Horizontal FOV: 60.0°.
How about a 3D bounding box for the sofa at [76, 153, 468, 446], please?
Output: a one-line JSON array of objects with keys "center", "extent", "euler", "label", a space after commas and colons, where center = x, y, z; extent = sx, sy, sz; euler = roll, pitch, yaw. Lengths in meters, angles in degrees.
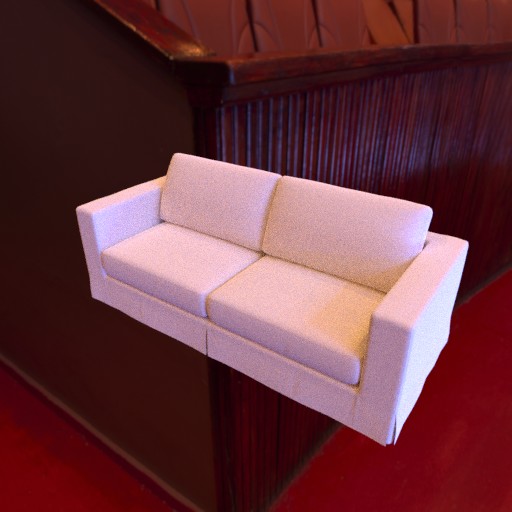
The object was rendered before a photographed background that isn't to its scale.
[{"center": [0.000, 0.000, 2.669], "extent": [2.163, 0.881, 0.954], "euler": [18, 33, 31], "label": "sofa"}]
